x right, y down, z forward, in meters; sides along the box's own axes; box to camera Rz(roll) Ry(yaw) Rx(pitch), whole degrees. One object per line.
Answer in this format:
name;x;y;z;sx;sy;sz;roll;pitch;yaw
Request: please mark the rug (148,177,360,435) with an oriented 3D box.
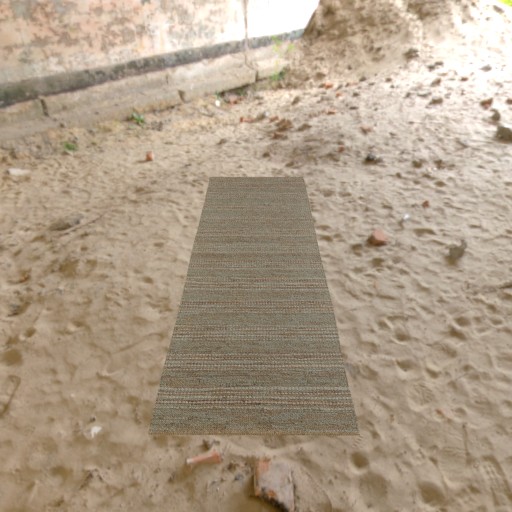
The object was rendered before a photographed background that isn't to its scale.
rug;0.000;0.000;2.649;0.783;0.006;2.438;0;32;0
